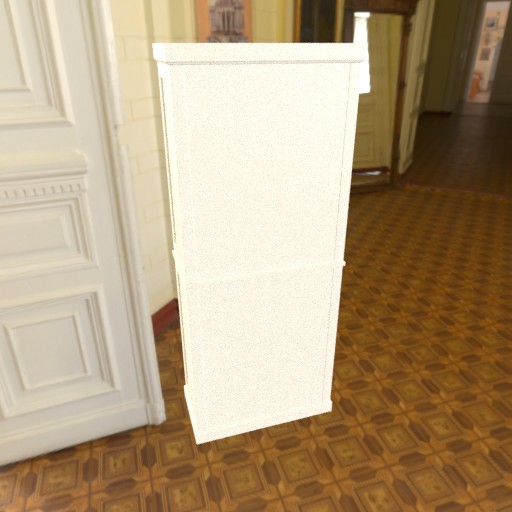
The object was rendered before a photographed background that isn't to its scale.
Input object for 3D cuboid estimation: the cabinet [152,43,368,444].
[{"bbox_3d":[0.000,0.000,2.113,0.754,1.829,0.390,-8,27,-16],"label":"cabinet"}]
